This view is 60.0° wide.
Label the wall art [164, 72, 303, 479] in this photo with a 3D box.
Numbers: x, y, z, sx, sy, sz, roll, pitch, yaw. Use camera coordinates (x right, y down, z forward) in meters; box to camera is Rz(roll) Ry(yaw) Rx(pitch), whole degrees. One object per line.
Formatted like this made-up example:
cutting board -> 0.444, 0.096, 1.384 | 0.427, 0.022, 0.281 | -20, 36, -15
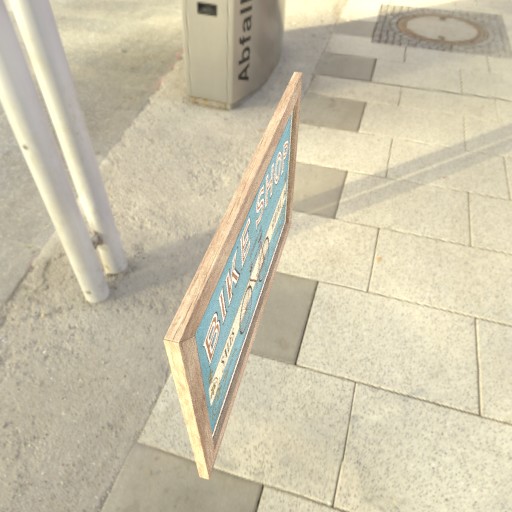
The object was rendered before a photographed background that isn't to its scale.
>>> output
wall art -> 0.000, 0.000, 0.962 | 0.021, 0.480, 0.780 | 11, 47, 10
